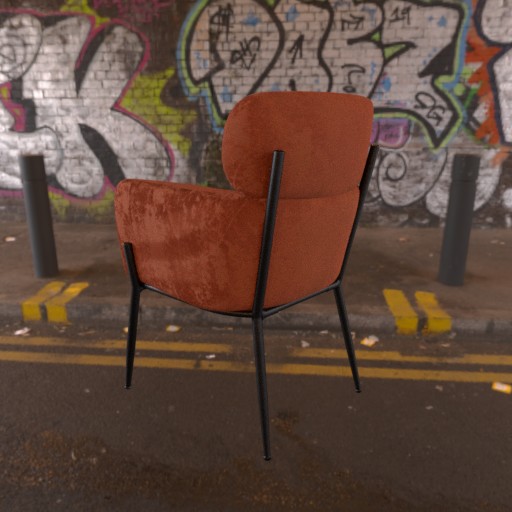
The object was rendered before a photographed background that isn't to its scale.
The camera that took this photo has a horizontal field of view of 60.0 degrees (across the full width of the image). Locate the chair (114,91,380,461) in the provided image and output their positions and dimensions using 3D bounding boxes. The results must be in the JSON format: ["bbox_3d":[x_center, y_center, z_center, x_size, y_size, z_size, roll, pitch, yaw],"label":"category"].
[{"bbox_3d":[0.000,0.000,1.145,0.561,0.772,0.523,-16,23,-43],"label":"chair"}]
